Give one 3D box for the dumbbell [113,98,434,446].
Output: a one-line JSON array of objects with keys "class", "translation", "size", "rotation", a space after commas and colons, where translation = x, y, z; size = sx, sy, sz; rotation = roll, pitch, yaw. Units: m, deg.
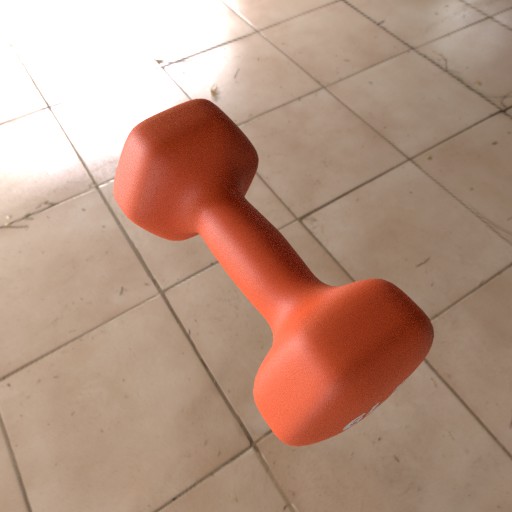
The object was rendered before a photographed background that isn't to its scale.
[{"class": "dumbbell", "translation": [0.000, 0.000, 0.203], "size": [0.079, 0.071, 0.162], "rotation": [-30, 61, -18]}]
